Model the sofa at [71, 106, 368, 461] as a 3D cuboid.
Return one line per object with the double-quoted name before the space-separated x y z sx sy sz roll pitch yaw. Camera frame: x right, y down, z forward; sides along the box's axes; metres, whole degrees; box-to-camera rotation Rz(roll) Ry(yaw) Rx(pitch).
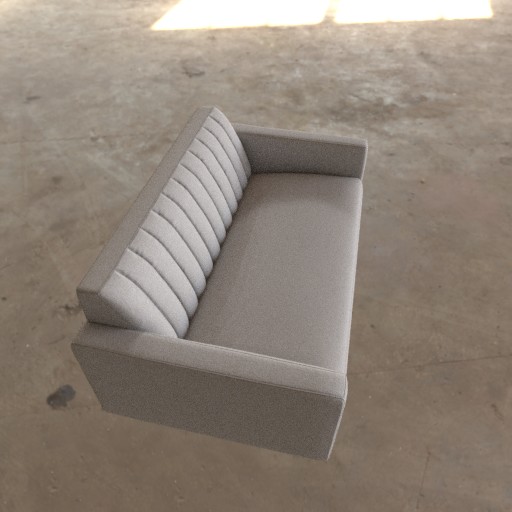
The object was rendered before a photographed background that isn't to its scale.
"sofa" 0.000 0.000 2.129 0.950 0.801 1.585 9 46 9
